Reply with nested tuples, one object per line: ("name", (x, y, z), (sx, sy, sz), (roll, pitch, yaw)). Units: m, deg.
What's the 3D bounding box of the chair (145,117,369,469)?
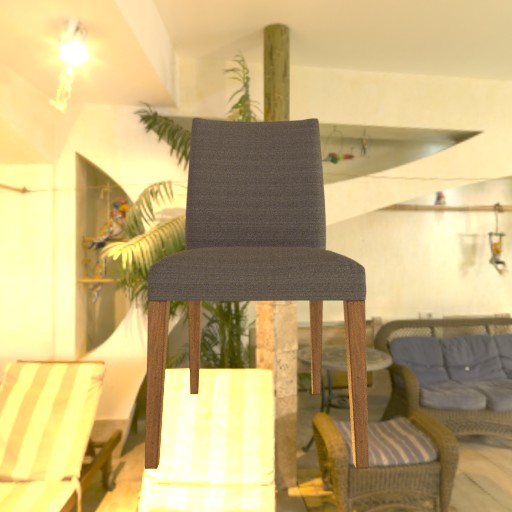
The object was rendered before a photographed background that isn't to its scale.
("chair", (0.000, 0.000, 1.272), (0.496, 0.940, 0.585), (0, 0, 0))
